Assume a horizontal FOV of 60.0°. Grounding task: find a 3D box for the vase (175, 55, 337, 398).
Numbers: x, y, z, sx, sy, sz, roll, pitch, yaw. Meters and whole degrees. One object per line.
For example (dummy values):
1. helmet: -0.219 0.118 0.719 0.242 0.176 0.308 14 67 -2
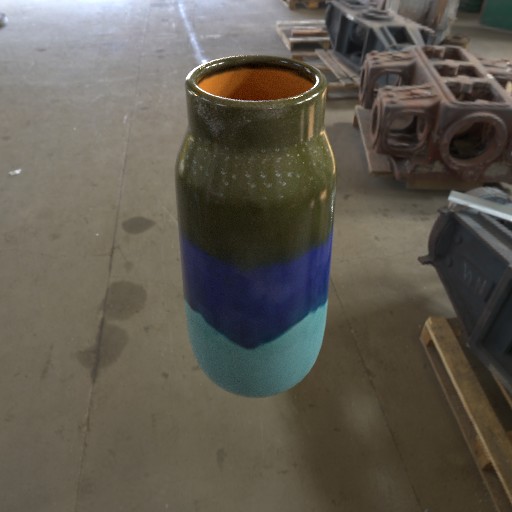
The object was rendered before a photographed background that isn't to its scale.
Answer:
1. vase: 0.000 0.000 0.392 0.139 0.313 0.139 0 41 0
